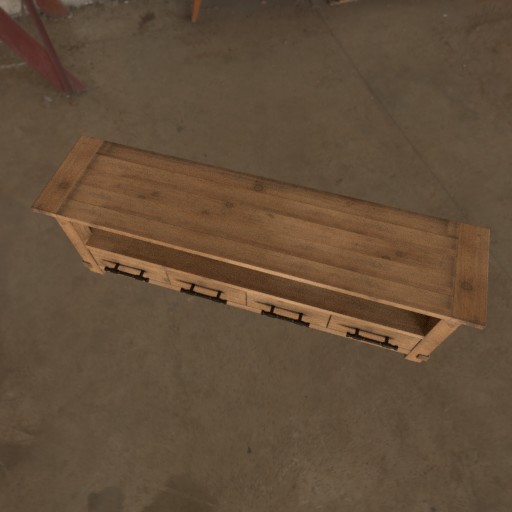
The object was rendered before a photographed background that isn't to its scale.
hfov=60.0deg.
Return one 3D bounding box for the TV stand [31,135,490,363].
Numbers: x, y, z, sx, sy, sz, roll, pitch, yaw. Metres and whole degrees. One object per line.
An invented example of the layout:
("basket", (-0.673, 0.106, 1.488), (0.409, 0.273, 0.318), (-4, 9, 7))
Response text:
("TV stand", (0.000, 0.000, 2.027), (1.804, 0.573, 0.453), (14, 60, 8))
